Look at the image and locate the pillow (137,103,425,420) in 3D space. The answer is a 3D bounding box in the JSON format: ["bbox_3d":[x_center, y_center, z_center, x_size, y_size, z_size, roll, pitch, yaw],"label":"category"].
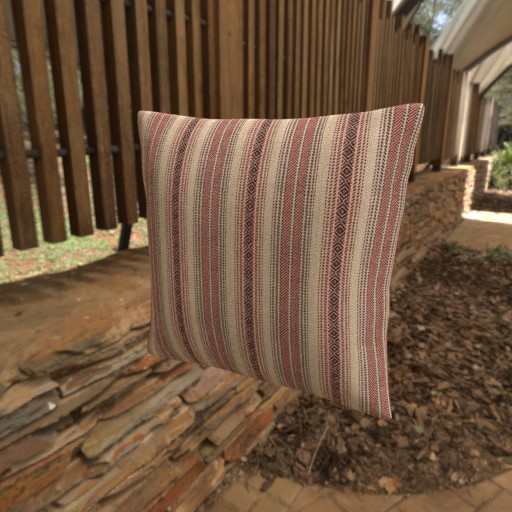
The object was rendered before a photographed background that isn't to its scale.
[{"bbox_3d":[0.000,0.000,0.780,0.513,0.497,0.166,8,17,26],"label":"pillow"}]
